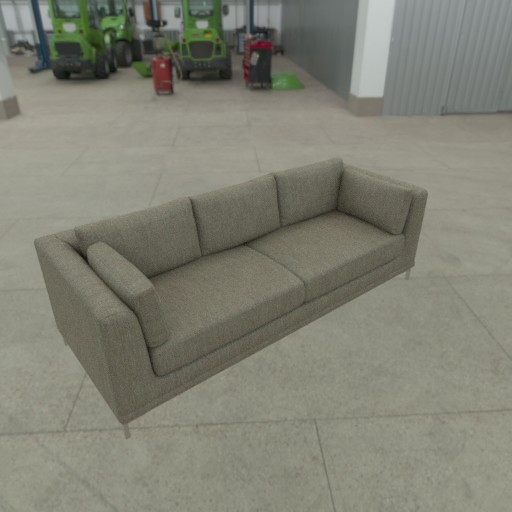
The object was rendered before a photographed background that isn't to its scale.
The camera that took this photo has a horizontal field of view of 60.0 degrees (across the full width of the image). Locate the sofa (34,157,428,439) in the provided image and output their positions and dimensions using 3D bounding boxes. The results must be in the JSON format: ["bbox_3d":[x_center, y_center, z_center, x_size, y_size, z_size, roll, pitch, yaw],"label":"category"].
[{"bbox_3d":[0.000,0.000,2.953,2.415,0.867,0.969,-21,36,-33],"label":"sofa"}]
